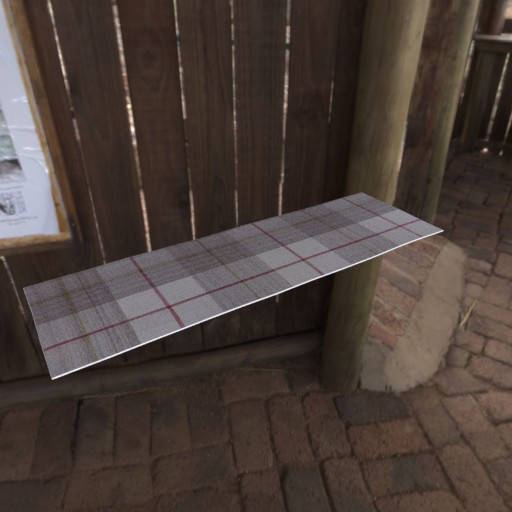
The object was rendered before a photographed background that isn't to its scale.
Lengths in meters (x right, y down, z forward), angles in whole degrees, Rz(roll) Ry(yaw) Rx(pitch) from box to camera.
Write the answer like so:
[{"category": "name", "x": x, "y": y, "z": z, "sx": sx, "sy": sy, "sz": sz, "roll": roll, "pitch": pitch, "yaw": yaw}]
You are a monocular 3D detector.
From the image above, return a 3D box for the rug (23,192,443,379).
[{"category": "rug", "x": 0.000, "y": 0.000, "z": 2.633, "sx": 2.439, "sy": 0.013, "sz": 0.762, "roll": -18, "pitch": 35, "yaw": -27}]
